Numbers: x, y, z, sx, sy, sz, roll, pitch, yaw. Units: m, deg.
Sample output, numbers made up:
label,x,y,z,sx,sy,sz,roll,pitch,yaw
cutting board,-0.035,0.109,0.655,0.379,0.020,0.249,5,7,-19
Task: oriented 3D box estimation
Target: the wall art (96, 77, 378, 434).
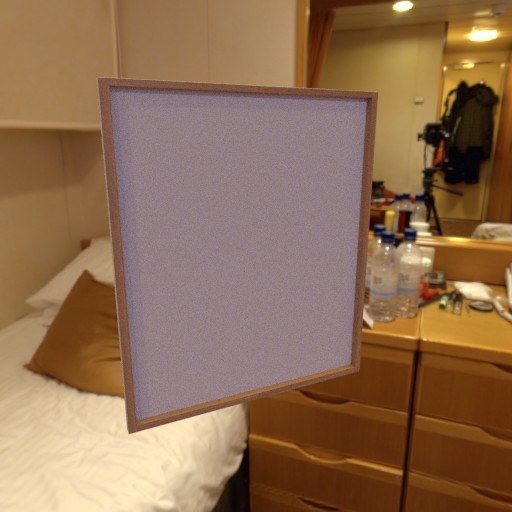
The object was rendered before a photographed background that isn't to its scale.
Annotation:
label,x,y,z,sx,sy,sz,roll,pitch,yaw
wall art,0.000,0.000,0.986,0.609,0.710,0.021,-7,17,-25
